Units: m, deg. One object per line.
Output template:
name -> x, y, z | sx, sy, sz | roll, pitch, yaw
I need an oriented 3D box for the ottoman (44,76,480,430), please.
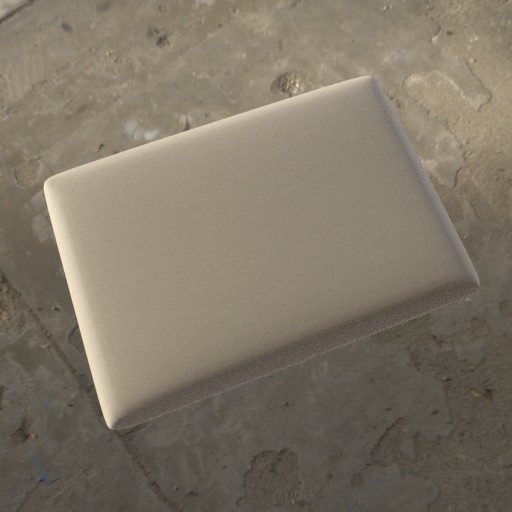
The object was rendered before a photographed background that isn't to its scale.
ottoman -> 0.000, 0.000, 1.159 | 0.835, 0.497, 0.581 | -20, 76, -5
